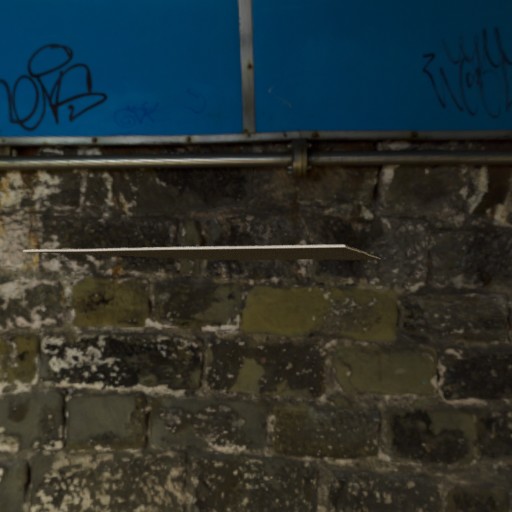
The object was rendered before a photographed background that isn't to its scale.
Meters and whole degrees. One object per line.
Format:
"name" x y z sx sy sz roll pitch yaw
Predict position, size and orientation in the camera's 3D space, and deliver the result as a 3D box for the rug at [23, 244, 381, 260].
"rug" 0.000 0.000 3.025 1.531 0.023 2.444 -1 -2 19
